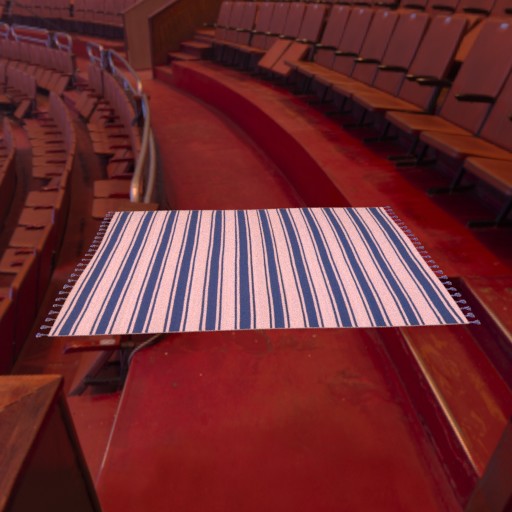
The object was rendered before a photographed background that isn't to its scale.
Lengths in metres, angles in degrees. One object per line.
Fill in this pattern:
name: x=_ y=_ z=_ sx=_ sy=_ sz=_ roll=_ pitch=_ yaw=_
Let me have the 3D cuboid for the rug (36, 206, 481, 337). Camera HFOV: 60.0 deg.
rug: x=0.000 y=0.000 z=2.939 sx=2.315 sy=0.010 sz=1.544 roll=-1 pitch=30 yaw=-2
